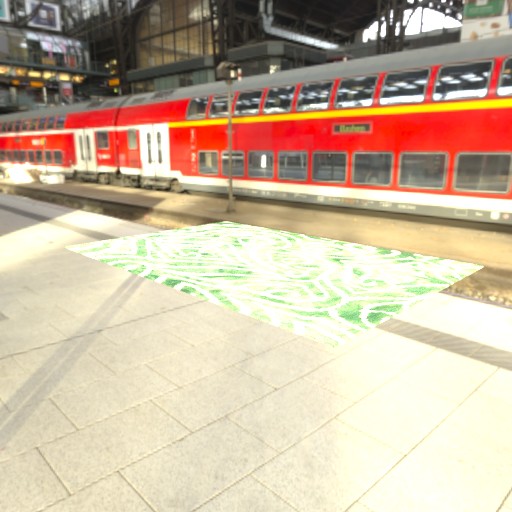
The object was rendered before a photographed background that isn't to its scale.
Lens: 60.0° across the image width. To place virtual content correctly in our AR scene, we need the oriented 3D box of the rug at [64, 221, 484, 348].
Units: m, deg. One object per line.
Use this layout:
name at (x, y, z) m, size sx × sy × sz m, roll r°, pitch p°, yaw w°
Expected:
rug at (0.000, 0.000, 2.293) m, size 1.826 × 0.006 × 1.220 m, roll 13°, pitch 19°, yaw 43°
